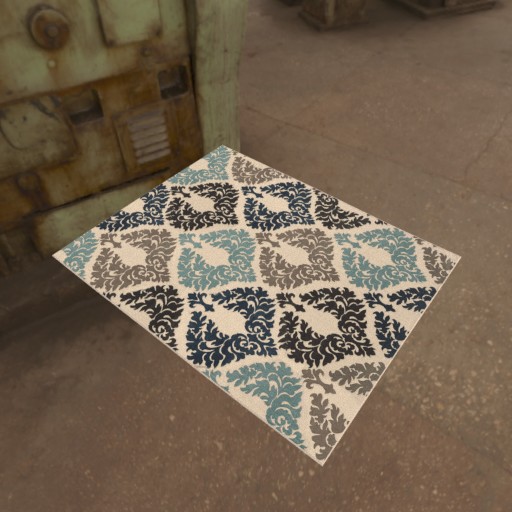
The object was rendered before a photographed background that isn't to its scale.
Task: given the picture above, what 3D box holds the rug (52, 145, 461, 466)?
[{"bbox_3d":[0.000,0.000,4.193,3.040,0.014,2.423,30,54,25],"label":"rug"}]
